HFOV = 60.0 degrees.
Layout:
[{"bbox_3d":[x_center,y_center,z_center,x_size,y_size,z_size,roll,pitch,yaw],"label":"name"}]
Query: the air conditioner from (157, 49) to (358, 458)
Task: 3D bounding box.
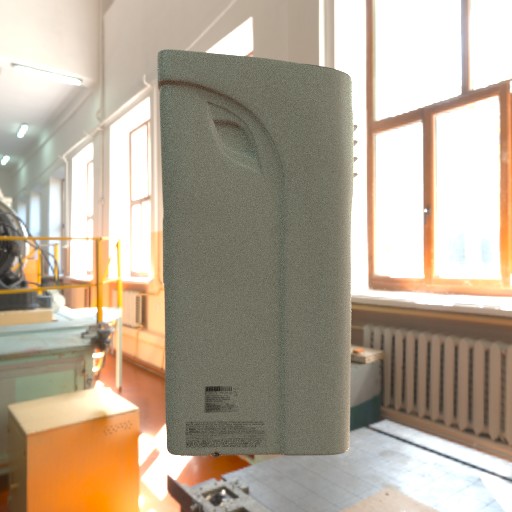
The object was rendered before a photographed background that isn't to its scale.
[{"bbox_3d":[0.000,0.000,0.917,0.369,0.716,0.352,0,-1,-1],"label":"air conditioner"}]
